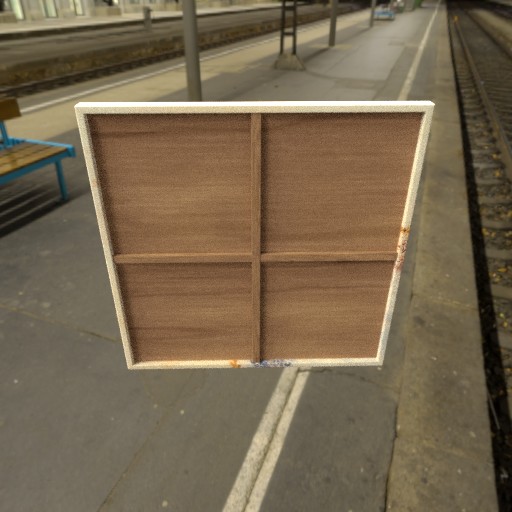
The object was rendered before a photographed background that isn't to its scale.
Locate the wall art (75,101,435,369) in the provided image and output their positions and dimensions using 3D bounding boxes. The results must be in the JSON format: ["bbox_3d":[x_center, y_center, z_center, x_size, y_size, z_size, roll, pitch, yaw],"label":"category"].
[{"bbox_3d":[0.000,0.000,1.335,0.889,0.889,0.038,-1,31,-1],"label":"wall art"}]
